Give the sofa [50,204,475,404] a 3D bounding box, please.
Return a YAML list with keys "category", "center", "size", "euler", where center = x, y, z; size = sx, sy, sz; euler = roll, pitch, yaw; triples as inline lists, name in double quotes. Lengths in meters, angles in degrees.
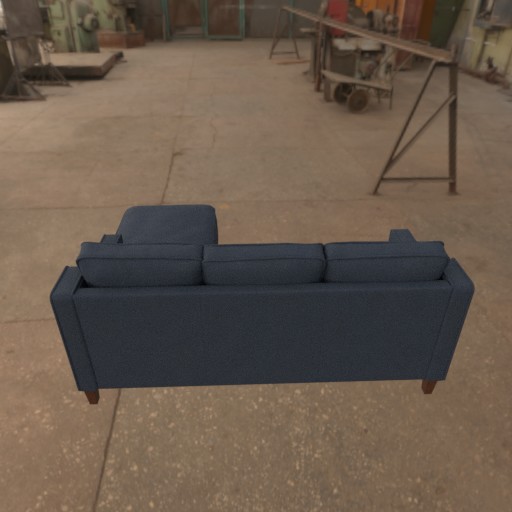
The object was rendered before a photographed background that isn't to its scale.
- category: "sofa"
  center: [0.000, 0.000, 3.329]
  size: [2.317, 1.066, 1.858]
  euler: [-1, 32, -2]
